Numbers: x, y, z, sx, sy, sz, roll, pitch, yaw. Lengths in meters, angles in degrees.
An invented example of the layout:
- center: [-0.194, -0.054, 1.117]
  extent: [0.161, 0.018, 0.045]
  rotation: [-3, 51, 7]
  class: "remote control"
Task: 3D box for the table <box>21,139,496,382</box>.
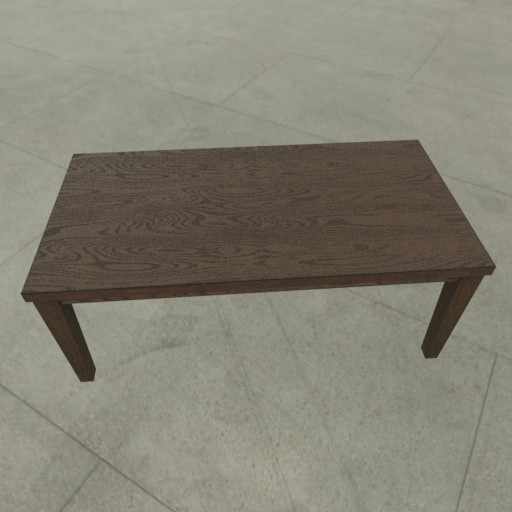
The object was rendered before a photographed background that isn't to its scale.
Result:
- center: [0.000, 0.000, 2.460]
  extent: [1.981, 0.762, 1.016]
  rotation: [-3, 46, -3]
  class: "table"
